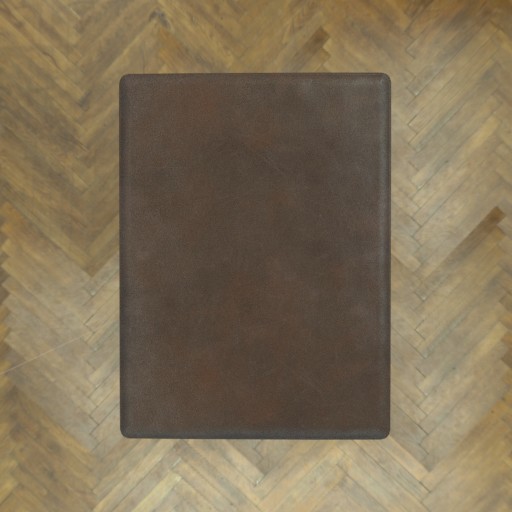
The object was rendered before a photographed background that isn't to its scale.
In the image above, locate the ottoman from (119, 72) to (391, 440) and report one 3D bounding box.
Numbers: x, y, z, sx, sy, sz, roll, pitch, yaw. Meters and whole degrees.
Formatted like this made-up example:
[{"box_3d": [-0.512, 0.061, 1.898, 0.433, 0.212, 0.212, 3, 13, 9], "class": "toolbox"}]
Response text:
[{"box_3d": [0.000, 0.000, 1.166, 0.588, 0.509, 0.795, 0, 91, 1], "class": "ottoman"}]
